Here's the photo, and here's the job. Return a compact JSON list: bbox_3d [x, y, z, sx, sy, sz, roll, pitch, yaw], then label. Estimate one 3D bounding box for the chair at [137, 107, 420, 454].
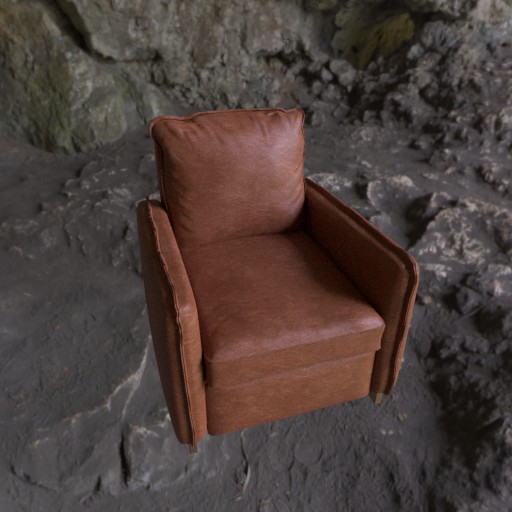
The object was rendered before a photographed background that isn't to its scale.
[{"bbox_3d":[0.000,0.000,1.641,0.830,0.922,0.922,-9,32,-15],"label":"chair"}]
